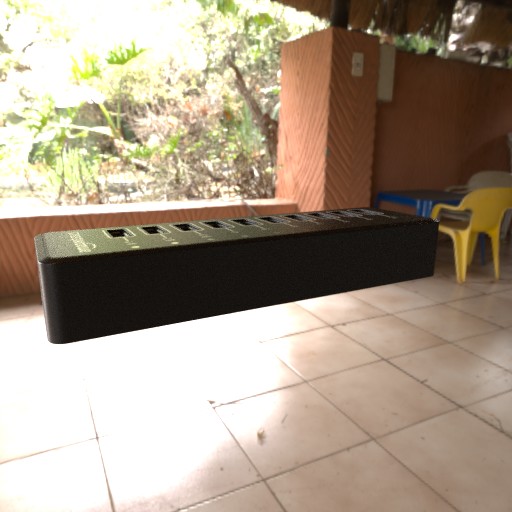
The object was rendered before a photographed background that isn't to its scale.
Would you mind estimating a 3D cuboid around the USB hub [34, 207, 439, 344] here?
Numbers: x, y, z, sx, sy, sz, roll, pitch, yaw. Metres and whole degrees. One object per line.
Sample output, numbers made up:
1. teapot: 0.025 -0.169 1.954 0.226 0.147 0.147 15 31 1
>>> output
1. USB hub: 0.000 0.000 0.164 0.145 0.023 0.044 -7 16 -26
